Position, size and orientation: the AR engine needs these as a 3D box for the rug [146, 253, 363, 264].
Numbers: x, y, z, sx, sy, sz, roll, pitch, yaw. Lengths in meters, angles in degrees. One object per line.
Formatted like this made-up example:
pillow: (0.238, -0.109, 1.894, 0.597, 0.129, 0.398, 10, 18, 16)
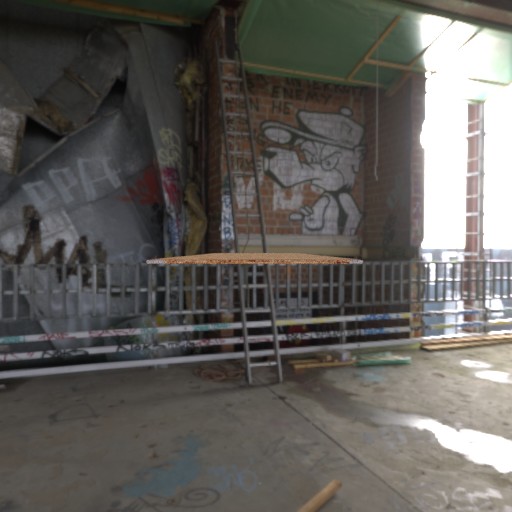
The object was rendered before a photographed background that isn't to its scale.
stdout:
rug: (0.000, 0.000, 2.489, 0.680, 0.014, 2.237, 0, 1, 0)
